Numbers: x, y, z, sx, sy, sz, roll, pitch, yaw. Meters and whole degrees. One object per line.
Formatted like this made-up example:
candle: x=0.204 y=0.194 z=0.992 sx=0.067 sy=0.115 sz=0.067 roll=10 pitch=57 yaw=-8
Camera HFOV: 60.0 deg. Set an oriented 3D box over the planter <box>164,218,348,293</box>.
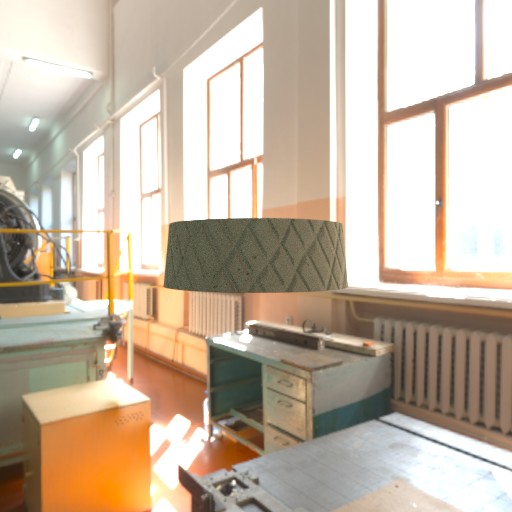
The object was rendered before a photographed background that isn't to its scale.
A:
planter: x=0.000 y=0.000 z=0.416 sx=0.114 sy=0.038 sz=0.390 roll=0 pitch=0 yaw=0
